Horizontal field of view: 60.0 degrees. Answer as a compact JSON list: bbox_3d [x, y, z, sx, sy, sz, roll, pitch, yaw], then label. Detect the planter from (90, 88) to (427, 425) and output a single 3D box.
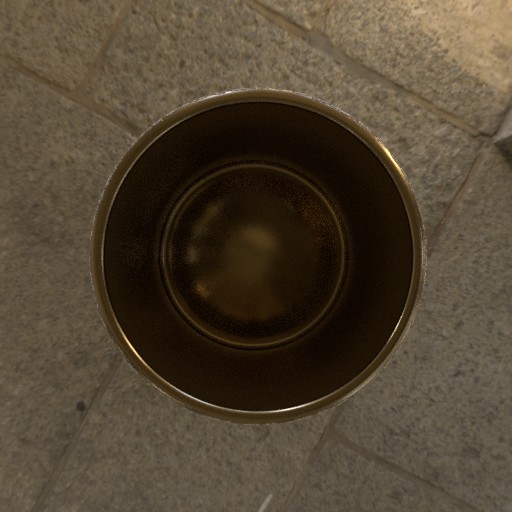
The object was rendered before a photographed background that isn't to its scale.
[{"bbox_3d":[0.000,0.000,0.435,0.254,0.221,0.254,0,90,-1],"label":"planter"}]
